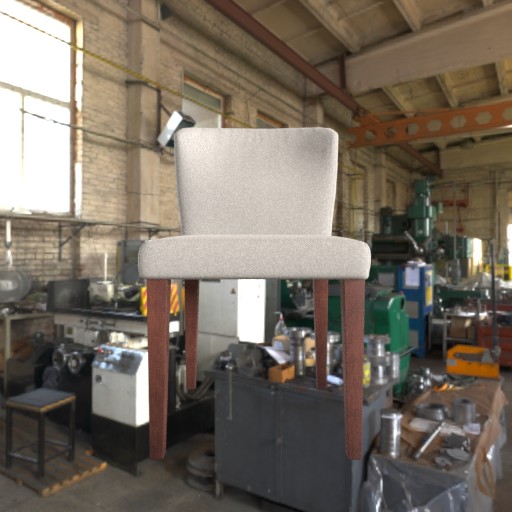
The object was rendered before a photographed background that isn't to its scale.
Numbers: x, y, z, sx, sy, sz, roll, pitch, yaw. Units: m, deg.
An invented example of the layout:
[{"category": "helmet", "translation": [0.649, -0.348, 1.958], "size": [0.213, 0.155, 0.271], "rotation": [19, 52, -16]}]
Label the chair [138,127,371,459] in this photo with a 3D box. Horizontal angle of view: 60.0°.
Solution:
[{"category": "chair", "translation": [0.000, 0.000, 1.181], "size": [0.491, 0.839, 0.592], "rotation": [0, -1, 0]}]
